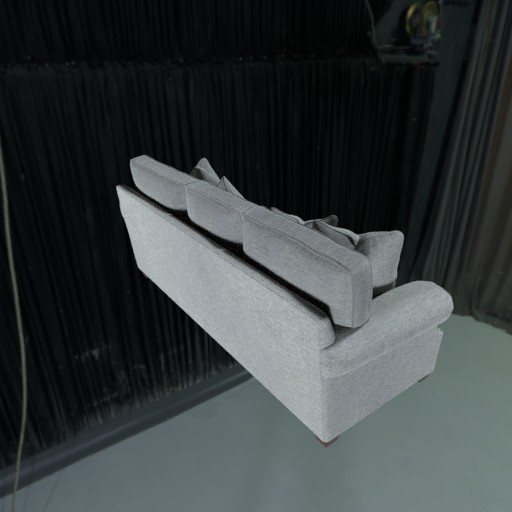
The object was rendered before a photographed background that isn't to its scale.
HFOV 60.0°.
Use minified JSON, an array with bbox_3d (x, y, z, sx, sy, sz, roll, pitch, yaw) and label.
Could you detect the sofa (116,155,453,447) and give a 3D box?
[{"bbox_3d":[0.000,0.000,2.835,0.965,0.975,2.312,-18,32,-32],"label":"sofa"}]
